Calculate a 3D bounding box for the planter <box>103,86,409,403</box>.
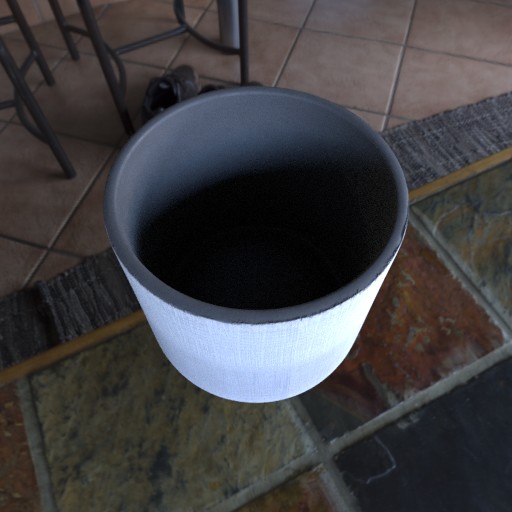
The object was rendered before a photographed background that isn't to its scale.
[{"bbox_3d":[0.000,0.000,0.402,0.221,0.201,0.221,0,58,0],"label":"planter"}]
